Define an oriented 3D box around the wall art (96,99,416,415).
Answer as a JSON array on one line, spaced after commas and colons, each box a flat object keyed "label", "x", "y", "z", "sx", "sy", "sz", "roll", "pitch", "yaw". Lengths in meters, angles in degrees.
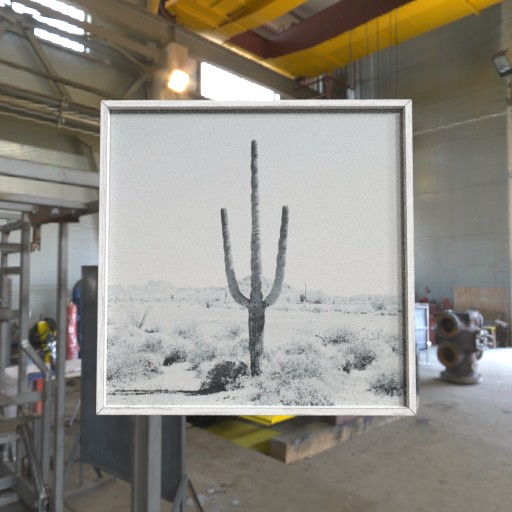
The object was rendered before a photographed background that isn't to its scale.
[{"label": "wall art", "x": 0.000, "y": 0.000, "z": 0.447, "sx": 0.305, "sy": 0.305, "sz": 0.038, "roll": 0, "pitch": -2, "yaw": 0}]
